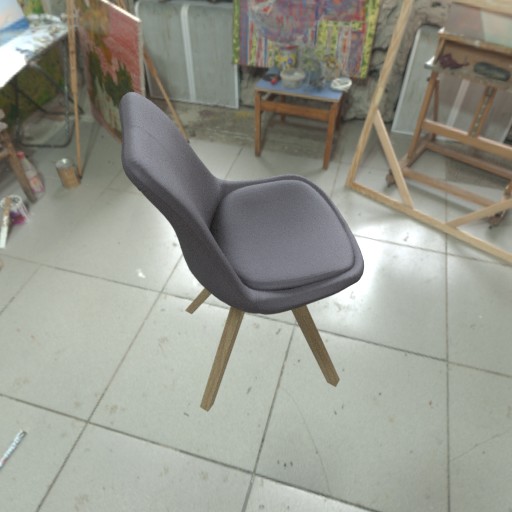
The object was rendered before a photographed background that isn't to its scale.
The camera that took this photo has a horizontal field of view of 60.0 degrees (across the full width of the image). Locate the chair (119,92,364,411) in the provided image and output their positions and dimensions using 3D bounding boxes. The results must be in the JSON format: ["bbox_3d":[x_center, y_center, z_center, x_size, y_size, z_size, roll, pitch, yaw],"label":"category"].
[{"bbox_3d":[0.000,0.000,1.212,0.547,0.865,0.483,-10,47,-9],"label":"chair"}]
